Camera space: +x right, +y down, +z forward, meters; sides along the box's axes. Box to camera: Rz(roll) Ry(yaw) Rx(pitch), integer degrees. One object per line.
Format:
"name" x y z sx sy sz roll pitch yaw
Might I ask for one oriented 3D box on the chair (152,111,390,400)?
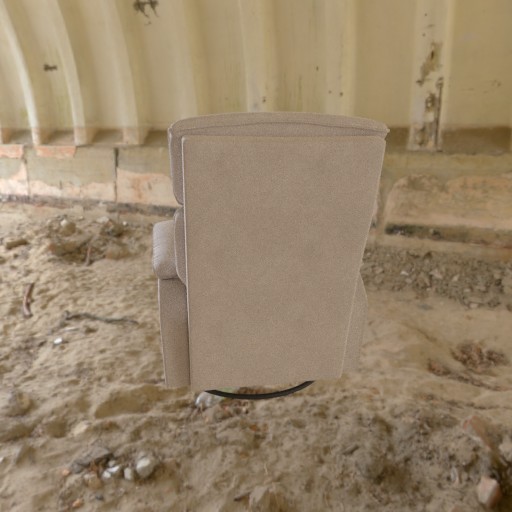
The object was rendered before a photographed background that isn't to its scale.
"chair" 0.000 0.000 1.760 0.820 1.039 1.001 -2 15 -10
